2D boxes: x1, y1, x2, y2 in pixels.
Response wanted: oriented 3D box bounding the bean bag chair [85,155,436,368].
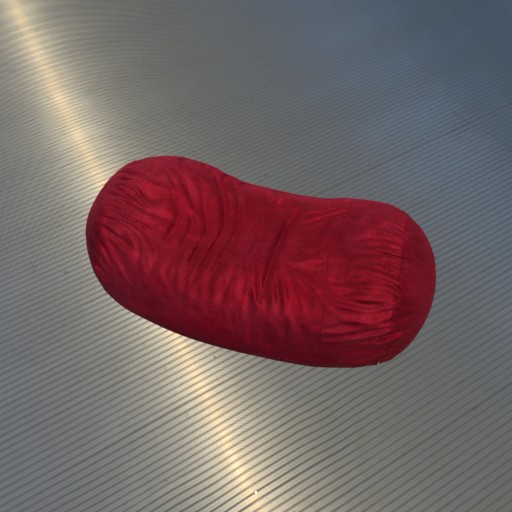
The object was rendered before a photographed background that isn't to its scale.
[{"bbox_3d":[0.000,0.000,2.927,2.293,0.867,1.216,13,63,7],"label":"bean bag chair"}]
